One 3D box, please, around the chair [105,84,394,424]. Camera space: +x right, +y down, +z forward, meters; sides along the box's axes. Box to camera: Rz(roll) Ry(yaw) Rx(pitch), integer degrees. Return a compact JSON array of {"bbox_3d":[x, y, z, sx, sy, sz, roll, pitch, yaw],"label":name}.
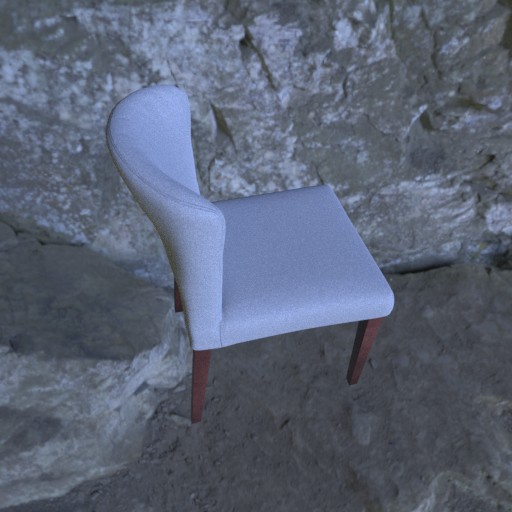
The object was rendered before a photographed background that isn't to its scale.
[{"bbox_3d":[0.000,0.000,1.182,0.592,0.839,0.491,-10,46,-10],"label":"chair"}]
